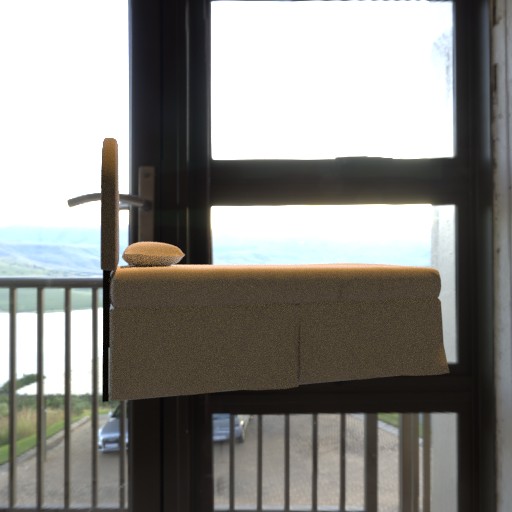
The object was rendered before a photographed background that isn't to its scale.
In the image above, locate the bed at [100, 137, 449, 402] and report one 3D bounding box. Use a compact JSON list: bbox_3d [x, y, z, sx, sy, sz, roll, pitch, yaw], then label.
[{"bbox_3d":[0.000,0.000,3.096,2.005,1.410,1.607,0,-1,-17],"label":"bed"}]
